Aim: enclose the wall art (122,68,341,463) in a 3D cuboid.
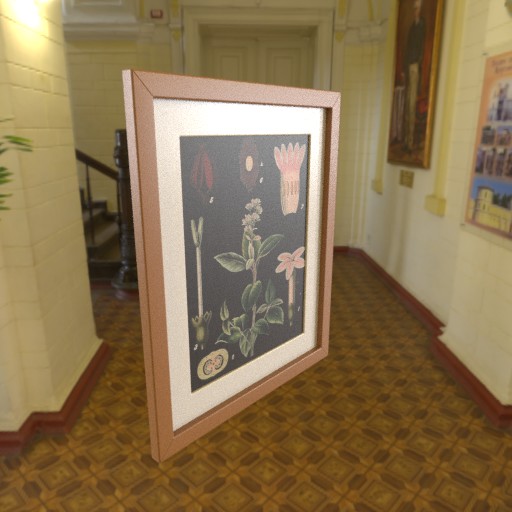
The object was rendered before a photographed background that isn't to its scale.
[{"bbox_3d":[0.000,0.000,0.519,0.015,0.379,0.310,14,21,41],"label":"wall art"}]
